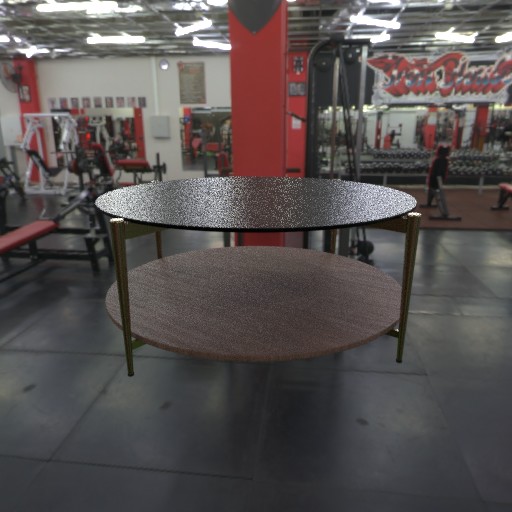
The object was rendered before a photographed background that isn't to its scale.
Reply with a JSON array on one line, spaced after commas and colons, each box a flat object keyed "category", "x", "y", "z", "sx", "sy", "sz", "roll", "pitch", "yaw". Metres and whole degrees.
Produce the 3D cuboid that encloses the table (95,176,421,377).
[{"category": "table", "x": 0.000, "y": 0.000, "z": 1.425, "sx": 0.938, "sy": 0.400, "sz": 0.938, "roll": 3, "pitch": 17, "yaw": 9}]
